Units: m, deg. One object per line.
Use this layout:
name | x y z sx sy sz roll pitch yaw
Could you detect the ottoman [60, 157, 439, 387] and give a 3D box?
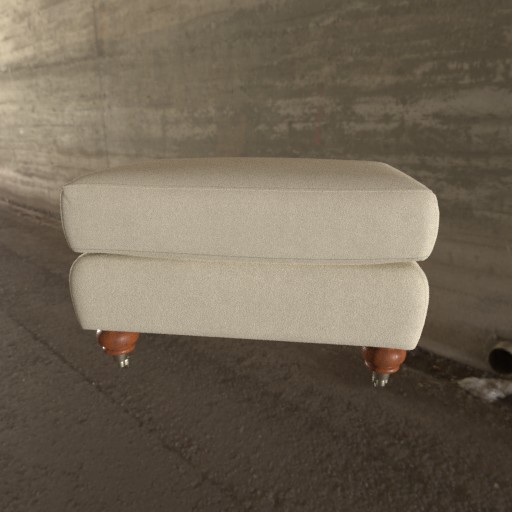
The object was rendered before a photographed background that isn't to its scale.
ottoman | 0.000 0.000 1.162 0.773 0.499 0.569 2 16 7
